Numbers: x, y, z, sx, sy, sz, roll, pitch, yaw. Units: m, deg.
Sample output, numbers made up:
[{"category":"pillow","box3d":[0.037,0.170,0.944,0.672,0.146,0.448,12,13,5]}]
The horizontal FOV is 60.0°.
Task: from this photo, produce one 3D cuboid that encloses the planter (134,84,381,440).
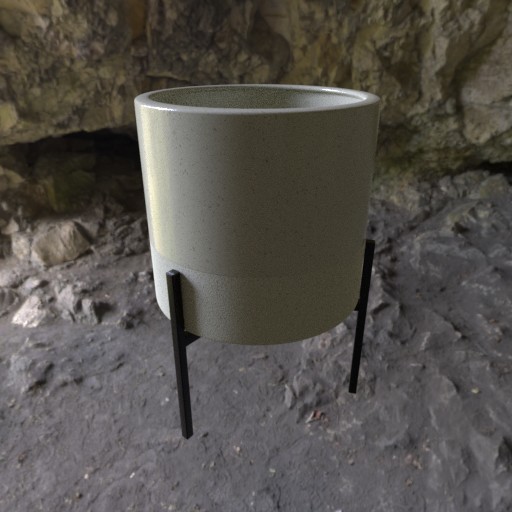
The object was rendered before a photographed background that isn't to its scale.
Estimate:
[{"category":"planter","box3d":[0.000,0.000,0.333,0.152,0.230,0.159,-9,27,-17]}]
